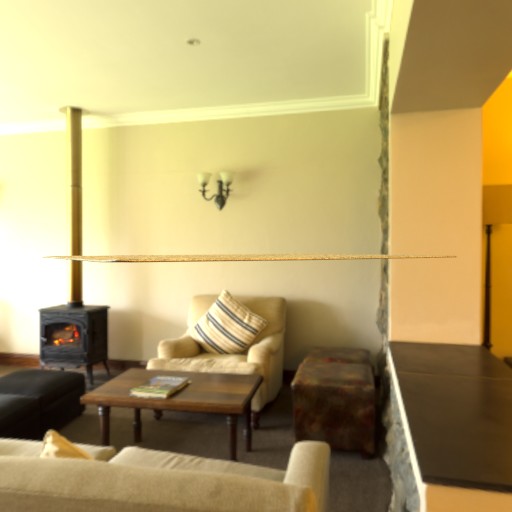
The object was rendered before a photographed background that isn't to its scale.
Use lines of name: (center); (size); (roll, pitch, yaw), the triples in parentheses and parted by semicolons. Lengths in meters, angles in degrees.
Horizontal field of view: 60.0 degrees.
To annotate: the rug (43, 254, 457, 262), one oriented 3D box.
rug: (0.000, 0.000, 3.078); (2.447, 0.021, 1.527); (-1, 1, -36)
